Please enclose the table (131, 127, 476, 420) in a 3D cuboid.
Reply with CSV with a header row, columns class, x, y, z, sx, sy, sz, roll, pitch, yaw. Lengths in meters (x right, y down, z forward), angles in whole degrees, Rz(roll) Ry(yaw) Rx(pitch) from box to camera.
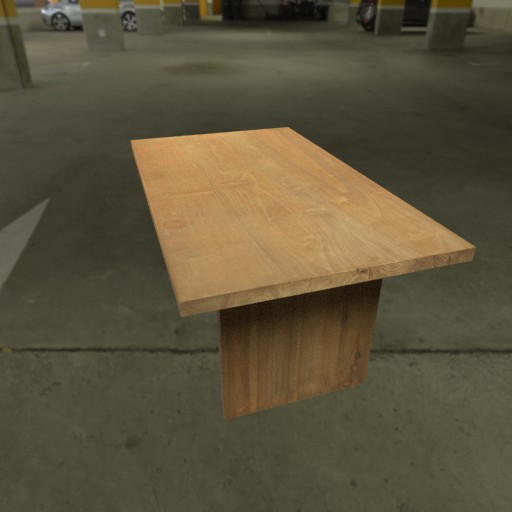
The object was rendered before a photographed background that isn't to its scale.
class,x,y,z,sx,sy,sz,roll,pitch,yaw
table,0.000,0.000,2.138,0.946,0.780,1.609,-9,31,-16
